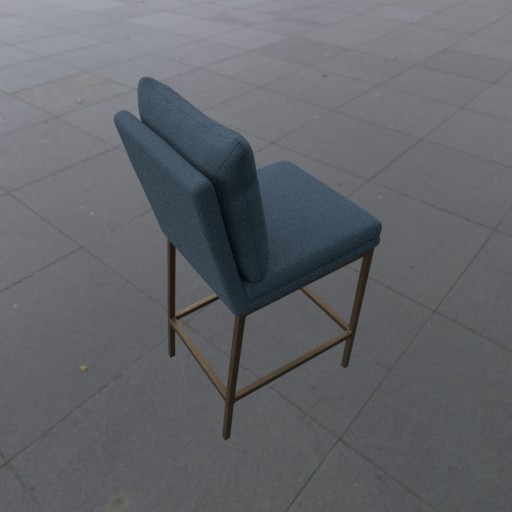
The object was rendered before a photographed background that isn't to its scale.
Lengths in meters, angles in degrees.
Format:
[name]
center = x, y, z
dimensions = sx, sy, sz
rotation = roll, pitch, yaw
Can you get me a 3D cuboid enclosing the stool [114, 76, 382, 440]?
[stool]
center = 0.000, 0.000, 1.357
dimensions = 0.568, 1.032, 0.463
rotation = -24, 46, -26
